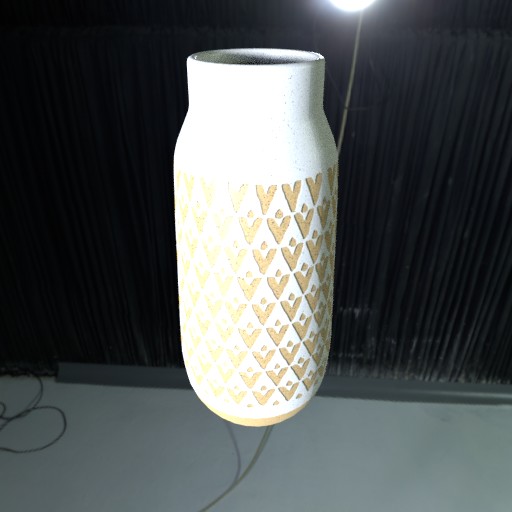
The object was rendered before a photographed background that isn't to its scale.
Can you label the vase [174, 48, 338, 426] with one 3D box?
[{"bbox_3d":[0.000,0.000,0.370,0.137,0.307,0.137,0,31,0],"label":"vase"}]
